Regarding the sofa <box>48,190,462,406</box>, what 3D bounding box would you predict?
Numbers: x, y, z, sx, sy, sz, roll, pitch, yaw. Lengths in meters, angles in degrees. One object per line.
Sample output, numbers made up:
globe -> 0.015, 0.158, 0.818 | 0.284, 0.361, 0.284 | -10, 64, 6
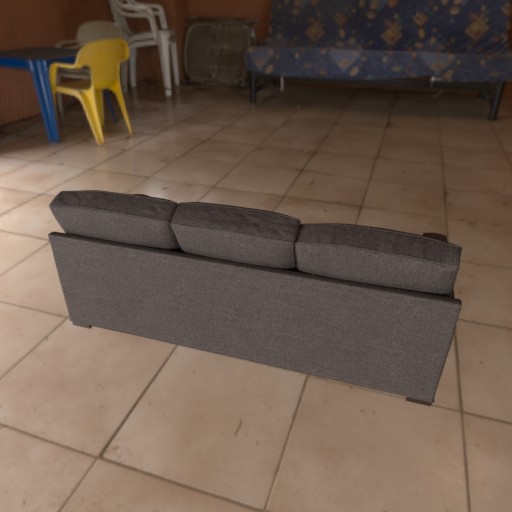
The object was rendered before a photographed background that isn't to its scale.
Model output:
sofa -> 0.000, 0.000, 2.905 | 2.369, 0.978, 1.004 | 9, 32, 15
